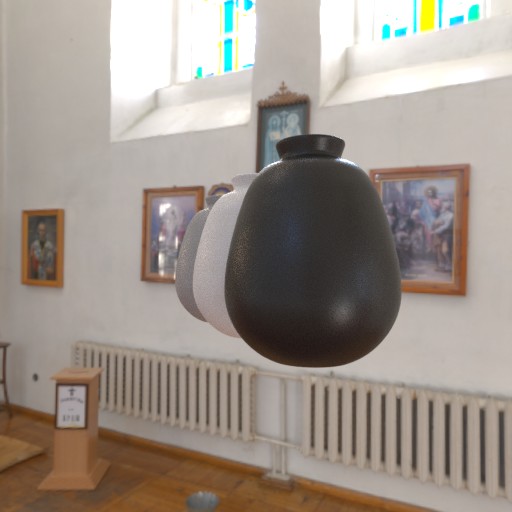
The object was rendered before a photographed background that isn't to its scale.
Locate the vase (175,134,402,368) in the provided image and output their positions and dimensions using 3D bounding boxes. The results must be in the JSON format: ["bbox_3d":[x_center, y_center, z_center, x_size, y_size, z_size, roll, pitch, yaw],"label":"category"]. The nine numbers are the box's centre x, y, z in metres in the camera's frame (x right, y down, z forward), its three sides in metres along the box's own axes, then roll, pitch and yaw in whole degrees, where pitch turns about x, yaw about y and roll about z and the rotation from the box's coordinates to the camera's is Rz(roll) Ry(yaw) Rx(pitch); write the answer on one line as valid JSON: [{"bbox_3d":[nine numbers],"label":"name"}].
[{"bbox_3d":[0.000,0.000,0.346,0.097,0.122,0.297,1,-2,-18],"label":"vase"}]
